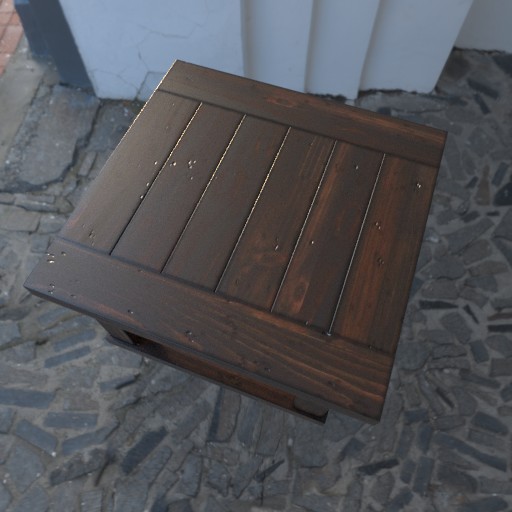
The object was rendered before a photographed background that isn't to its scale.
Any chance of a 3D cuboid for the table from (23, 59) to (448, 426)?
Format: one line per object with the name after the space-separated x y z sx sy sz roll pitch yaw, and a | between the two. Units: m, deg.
0.000 0.000 1.007 0.606 0.437 0.593 19 64 9 | table
